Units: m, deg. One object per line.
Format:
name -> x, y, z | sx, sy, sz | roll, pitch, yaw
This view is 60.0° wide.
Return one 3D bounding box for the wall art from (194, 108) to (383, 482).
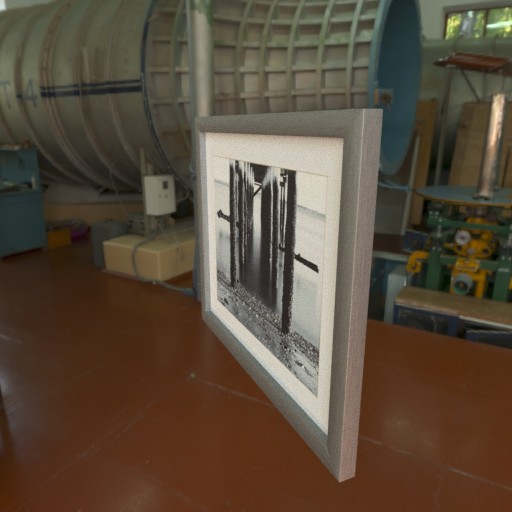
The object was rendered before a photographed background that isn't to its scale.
wall art -> 0.000, 0.000, 0.751 | 0.028, 0.457, 0.556 | -8, 18, -24
